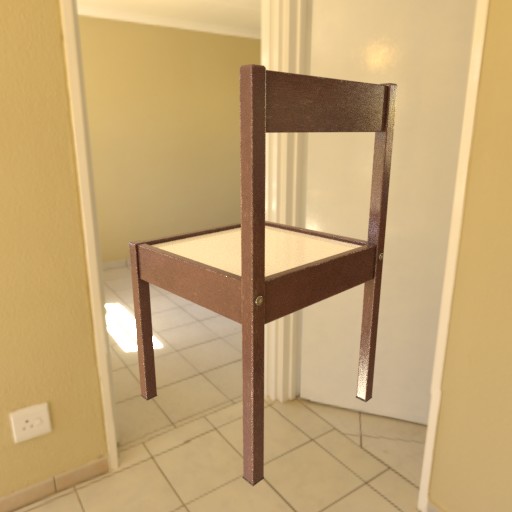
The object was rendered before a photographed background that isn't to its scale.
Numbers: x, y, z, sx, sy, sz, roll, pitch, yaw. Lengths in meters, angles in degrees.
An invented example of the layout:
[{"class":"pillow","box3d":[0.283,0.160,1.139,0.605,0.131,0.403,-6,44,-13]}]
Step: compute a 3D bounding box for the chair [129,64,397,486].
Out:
[{"class":"chair","box3d":[0.000,0.000,0.695,0.285,0.505,0.285,-15,22,-42]}]
